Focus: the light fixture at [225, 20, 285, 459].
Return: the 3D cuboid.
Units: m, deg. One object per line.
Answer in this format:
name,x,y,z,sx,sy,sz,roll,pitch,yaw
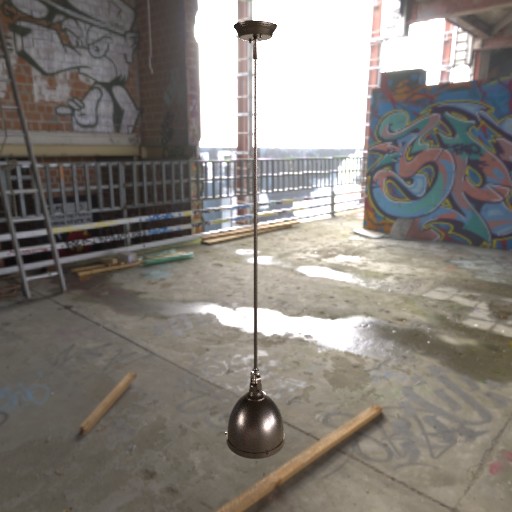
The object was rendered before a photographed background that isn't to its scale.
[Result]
light fixture,0.000,0.000,1.442,0.211,1.367,0.217,-7,15,-26
